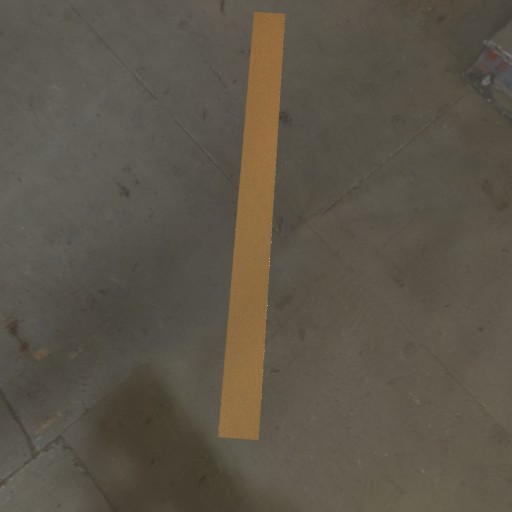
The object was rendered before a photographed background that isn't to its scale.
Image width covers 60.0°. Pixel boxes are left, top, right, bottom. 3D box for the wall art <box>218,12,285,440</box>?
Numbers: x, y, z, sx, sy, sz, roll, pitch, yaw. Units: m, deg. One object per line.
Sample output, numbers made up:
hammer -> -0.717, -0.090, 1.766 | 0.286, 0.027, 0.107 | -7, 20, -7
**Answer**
wall art -> 0.000, 0.000, 0.747 | 0.040, 0.509, 0.509 | 4, 75, 1
